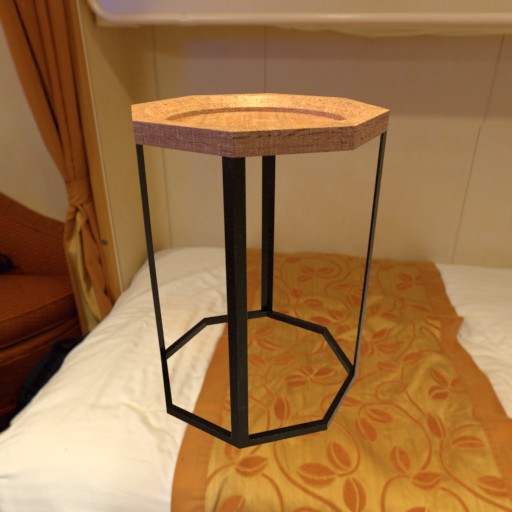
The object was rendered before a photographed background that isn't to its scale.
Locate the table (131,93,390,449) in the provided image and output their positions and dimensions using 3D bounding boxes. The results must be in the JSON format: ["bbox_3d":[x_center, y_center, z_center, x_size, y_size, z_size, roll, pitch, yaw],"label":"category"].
[{"bbox_3d":[0.000,0.000,0.862,0.437,0.553,0.437,-18,32,-33],"label":"table"}]
